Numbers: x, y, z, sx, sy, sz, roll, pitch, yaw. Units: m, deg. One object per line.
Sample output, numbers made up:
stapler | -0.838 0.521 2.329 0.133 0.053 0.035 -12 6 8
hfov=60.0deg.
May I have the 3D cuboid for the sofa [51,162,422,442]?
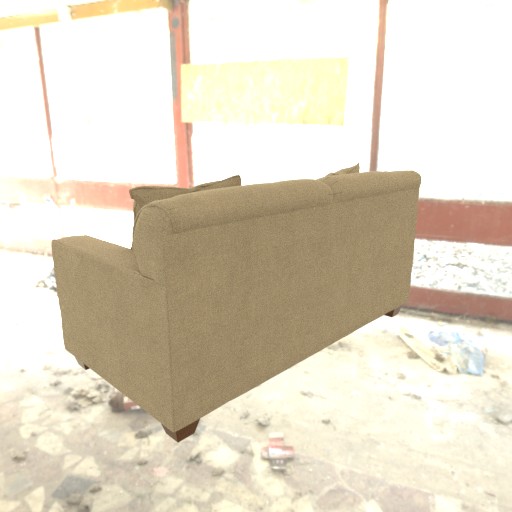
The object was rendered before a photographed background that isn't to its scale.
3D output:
sofa | 0.000 0.000 2.437 0.998 0.958 1.846 15 21 42
